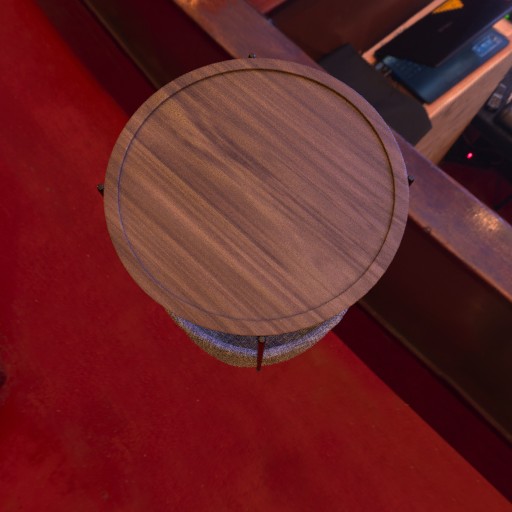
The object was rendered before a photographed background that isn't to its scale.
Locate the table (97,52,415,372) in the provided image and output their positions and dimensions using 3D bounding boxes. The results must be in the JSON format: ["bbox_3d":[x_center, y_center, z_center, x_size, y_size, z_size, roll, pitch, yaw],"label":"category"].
[{"bbox_3d":[0.000,0.000,0.859,0.400,0.623,0.400,42,77,12],"label":"table"}]
